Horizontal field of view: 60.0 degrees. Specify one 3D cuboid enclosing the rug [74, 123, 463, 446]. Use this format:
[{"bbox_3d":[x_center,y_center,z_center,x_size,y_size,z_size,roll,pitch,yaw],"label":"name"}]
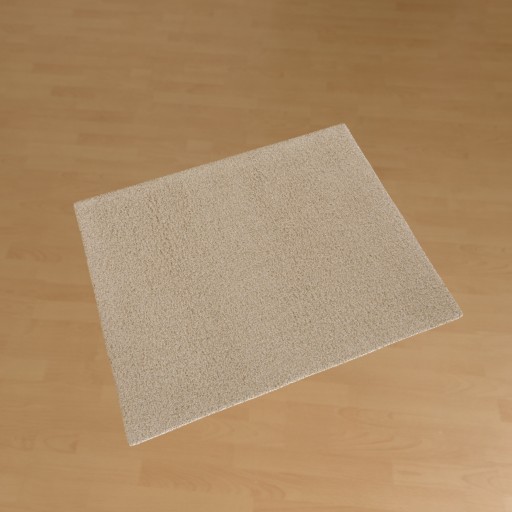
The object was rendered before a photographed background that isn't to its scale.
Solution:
[{"bbox_3d":[0.000,0.000,4.228,3.047,0.029,2.438,-19,65,-9],"label":"rug"}]
